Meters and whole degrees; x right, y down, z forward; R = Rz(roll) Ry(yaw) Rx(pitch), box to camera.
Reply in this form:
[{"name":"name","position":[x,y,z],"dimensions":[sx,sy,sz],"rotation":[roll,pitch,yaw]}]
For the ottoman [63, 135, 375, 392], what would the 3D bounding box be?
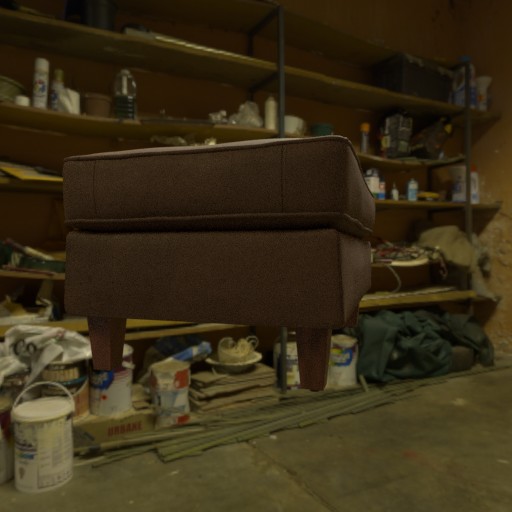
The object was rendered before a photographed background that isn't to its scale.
[{"name":"ottoman","position":[0.000,0.000,1.203],"dimensions":[0.596,0.481,0.860],"rotation":[0,1,17]}]
